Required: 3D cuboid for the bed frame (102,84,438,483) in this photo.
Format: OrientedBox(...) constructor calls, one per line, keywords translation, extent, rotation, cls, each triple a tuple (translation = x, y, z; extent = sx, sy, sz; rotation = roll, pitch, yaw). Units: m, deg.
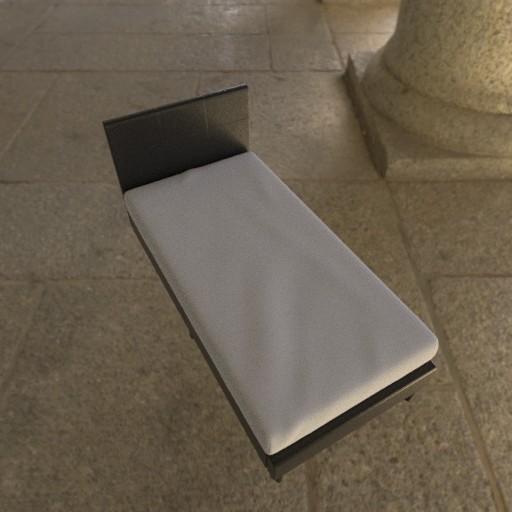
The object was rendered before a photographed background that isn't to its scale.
OrientedBox(translation=(0.000, 0.000, 2.533), extent=(1.038, 1.046, 2.152), rotation=(-23, 51, -20), cls="bed frame")
